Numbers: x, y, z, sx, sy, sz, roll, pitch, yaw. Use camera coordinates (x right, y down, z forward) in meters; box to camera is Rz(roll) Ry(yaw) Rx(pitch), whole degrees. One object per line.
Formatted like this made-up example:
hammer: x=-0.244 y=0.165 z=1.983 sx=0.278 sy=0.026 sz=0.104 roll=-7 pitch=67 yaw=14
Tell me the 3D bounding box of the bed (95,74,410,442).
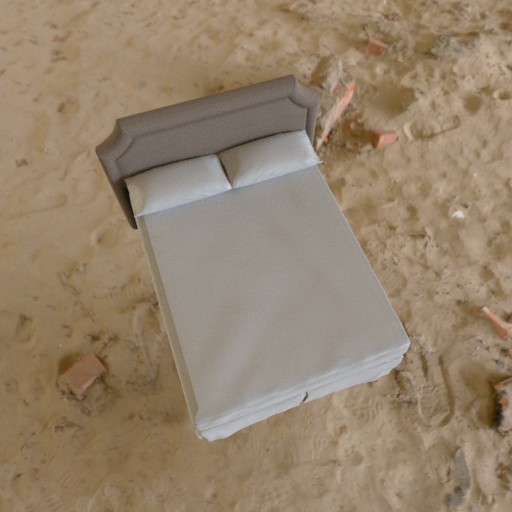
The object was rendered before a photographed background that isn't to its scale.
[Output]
bed: x=0.000 y=0.000 z=3.386 sx=1.828 sy=1.303 sz=2.164 roll=-18 pitch=64 yaw=-9
